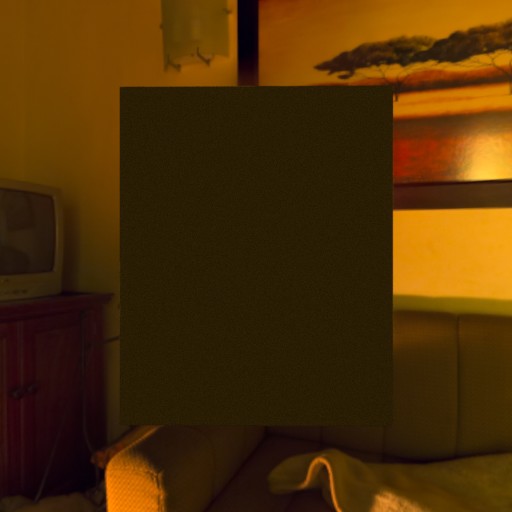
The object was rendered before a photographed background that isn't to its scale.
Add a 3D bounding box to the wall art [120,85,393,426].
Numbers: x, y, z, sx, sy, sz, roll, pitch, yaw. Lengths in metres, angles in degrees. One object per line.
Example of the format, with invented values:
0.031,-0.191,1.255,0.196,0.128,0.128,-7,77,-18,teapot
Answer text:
0.000,0.000,0.813,0.489,0.608,0.040,0,0,1,wall art
